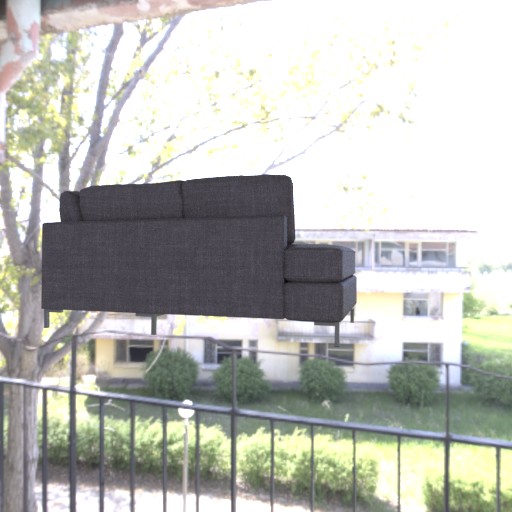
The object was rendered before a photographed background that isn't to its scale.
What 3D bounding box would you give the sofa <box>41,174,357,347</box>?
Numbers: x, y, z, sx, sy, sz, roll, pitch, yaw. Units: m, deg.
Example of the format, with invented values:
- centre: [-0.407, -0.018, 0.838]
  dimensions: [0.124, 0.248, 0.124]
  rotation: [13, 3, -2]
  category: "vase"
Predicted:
- centre: [0.000, 0.000, 4.333]
  dimensions: [2.048, 0.999, 3.423]
  rotation: [0, 0, 17]
  category: "sofa"
